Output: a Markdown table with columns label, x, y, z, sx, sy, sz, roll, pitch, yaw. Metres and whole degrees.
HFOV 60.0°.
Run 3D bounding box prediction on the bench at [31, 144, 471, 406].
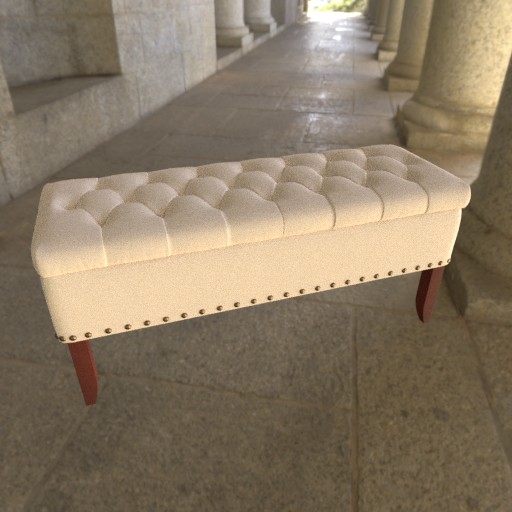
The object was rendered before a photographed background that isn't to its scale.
| label | x | y | z | sx | sy | sz | roll | pitch | yaw |
| --- | --- | --- | --- | --- | --- | --- | --- | --- | --- |
| bench | 0.000 | 0.000 | 1.256 | 1.054 | 0.470 | 0.400 | -10 | 33 | -16 |
